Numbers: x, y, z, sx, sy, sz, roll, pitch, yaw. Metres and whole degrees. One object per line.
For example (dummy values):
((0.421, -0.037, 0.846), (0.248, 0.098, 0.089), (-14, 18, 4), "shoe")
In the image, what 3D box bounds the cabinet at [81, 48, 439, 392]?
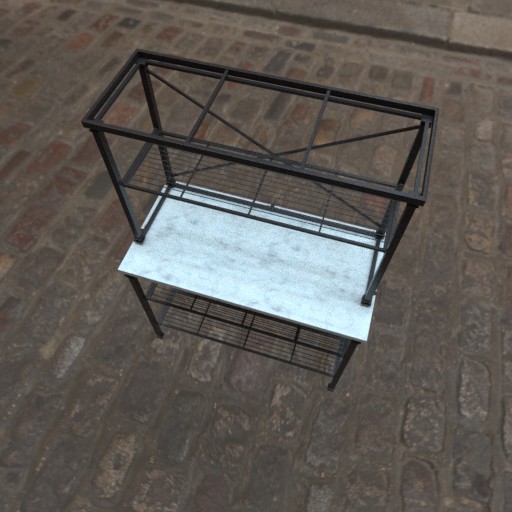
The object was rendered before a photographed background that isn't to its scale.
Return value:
((0.000, 0.000, 2.232), (1.210, 1.659, 0.610), (15, 59, 9), "cabinet")
